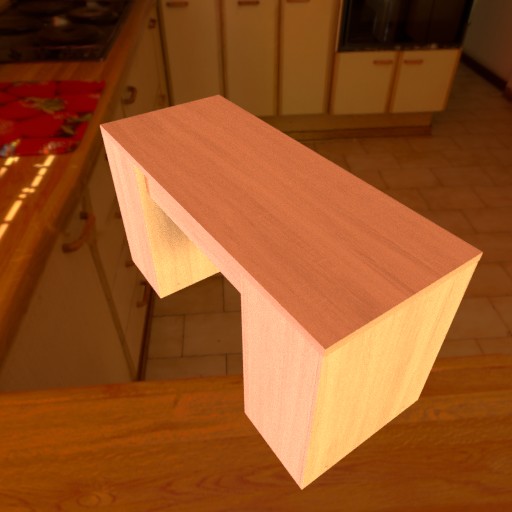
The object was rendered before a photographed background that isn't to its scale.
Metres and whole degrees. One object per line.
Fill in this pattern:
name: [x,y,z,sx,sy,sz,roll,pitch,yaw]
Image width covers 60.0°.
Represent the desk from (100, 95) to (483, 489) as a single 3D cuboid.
desk: [0.000,0.000,1.762,0.600,0.740,1.390,-25,46,-26]
